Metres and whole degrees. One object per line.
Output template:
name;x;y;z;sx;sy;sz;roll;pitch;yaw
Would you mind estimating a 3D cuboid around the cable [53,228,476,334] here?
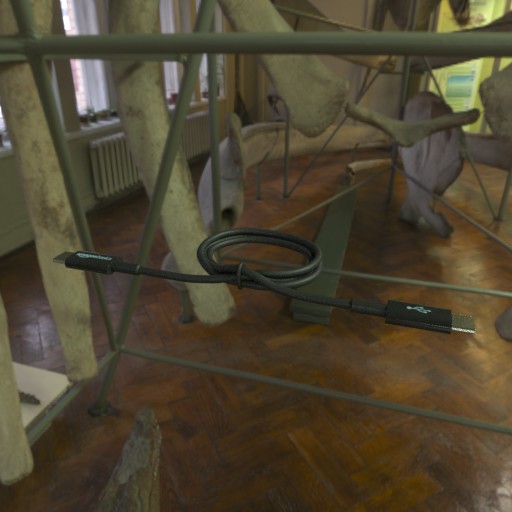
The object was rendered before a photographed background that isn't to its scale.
cable;0.000;0.000;0.230;0.203;0.014;0.070;8;27;16
